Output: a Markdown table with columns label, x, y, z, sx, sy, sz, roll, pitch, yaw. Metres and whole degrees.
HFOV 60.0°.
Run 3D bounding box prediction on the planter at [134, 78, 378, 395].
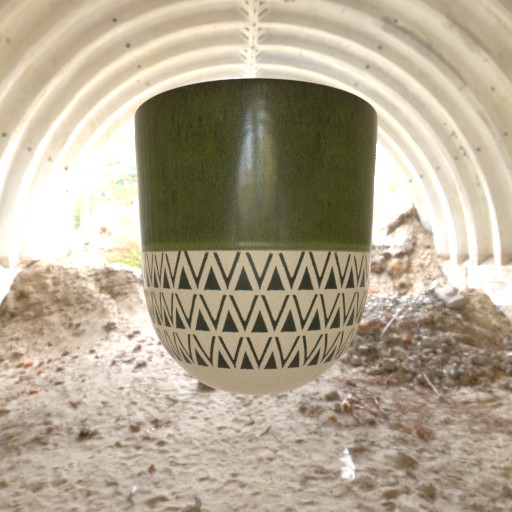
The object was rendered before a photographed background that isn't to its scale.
| label | x | y | z | sx | sy | sz | roll | pitch | yaw |
| --- | --- | --- | --- | --- | --- | --- | --- | --- | --- |
| planter | 0.000 | 0.000 | 0.460 | 0.245 | 0.270 | 0.245 | 0 | -1 | 0 |
